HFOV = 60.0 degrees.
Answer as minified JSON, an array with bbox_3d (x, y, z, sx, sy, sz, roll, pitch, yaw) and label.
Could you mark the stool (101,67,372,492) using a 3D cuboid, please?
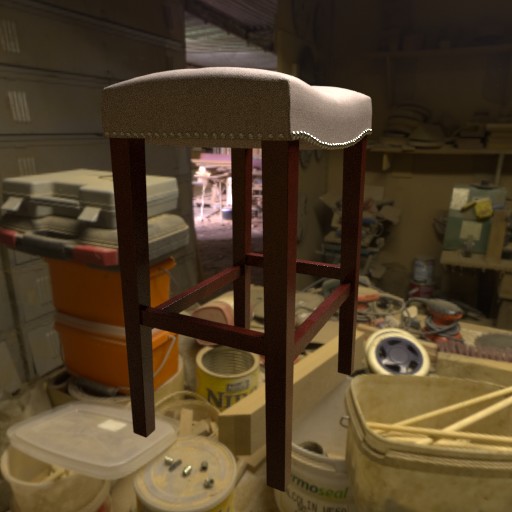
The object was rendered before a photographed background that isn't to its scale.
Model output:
[{"bbox_3d":[0.000,0.000,0.999,0.372,0.742,0.504,8,18,26],"label":"stool"}]
